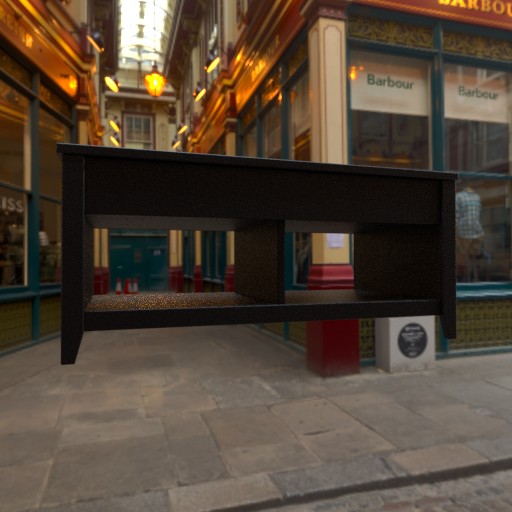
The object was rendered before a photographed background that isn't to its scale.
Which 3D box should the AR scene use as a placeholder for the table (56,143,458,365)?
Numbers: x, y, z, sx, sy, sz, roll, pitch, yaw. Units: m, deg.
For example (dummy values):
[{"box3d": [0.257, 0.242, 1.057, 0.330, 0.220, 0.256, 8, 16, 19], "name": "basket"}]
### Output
[{"box3d": [0.000, 0.000, 1.291, 1.016, 0.457, 0.483, 0, -1, -18], "name": "table"}]
